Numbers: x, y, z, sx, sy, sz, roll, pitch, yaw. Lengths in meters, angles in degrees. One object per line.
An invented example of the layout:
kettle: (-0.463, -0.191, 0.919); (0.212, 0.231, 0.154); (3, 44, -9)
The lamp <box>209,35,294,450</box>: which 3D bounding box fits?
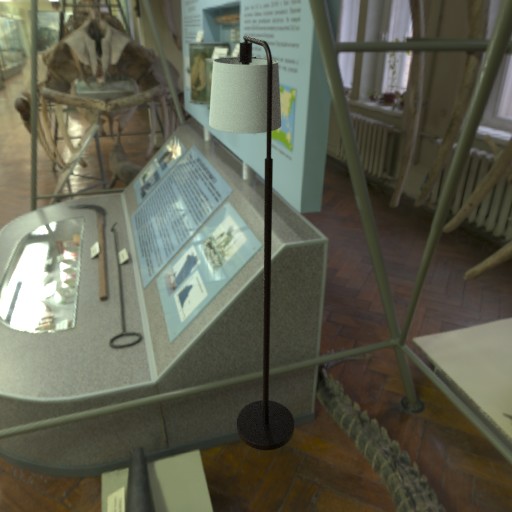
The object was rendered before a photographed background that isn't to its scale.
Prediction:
lamp: (0.000, 0.000, 1.657); (0.254, 1.478, 0.508); (-8, 27, -16)
